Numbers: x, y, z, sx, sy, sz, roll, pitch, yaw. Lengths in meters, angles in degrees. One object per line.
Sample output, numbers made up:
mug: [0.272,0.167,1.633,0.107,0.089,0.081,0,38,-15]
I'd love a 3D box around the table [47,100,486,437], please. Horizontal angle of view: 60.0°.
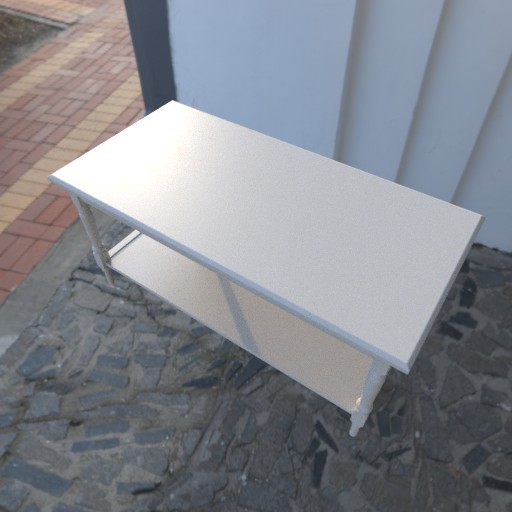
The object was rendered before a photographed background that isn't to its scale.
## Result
table: [0.000,0.000,1.421,1.109,0.506,0.551,27,53,23]
